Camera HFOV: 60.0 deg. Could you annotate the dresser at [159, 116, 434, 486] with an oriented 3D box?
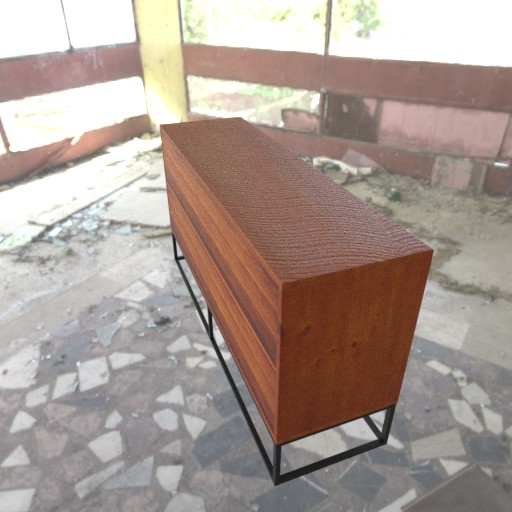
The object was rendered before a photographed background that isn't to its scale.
[{"bbox_3d":[0.000,0.000,1.931,0.464,0.810,1.536,-11,33,-18],"label":"dresser"}]
